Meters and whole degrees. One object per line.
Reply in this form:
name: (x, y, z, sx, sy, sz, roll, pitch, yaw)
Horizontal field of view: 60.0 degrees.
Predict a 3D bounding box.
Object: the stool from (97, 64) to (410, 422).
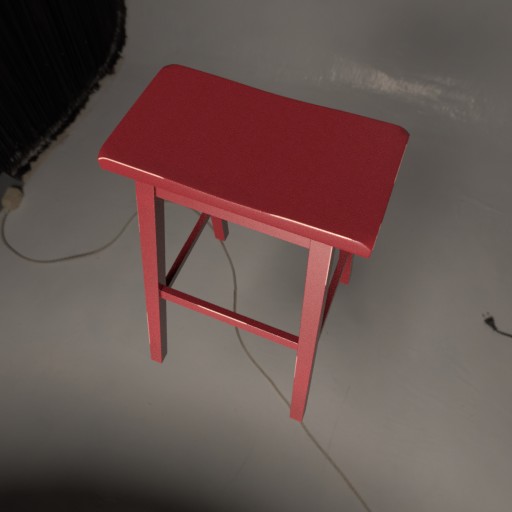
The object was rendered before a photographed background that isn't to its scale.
stool: (0.000, 0.000, 1.021, 0.457, 0.737, 0.476, 19, 62, 11)
